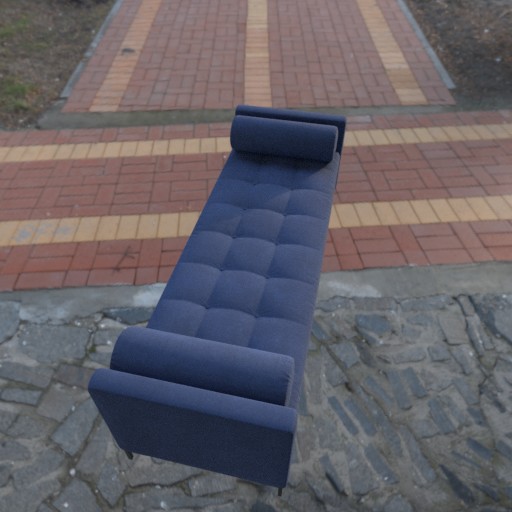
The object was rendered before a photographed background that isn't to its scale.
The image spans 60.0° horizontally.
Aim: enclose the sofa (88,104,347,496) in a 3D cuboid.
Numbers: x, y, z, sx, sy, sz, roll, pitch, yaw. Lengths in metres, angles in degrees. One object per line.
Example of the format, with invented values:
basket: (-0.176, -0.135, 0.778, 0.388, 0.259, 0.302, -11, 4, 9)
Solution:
sofa: (0.000, 0.000, 2.258, 0.686, 0.635, 1.981, 9, 46, 9)
